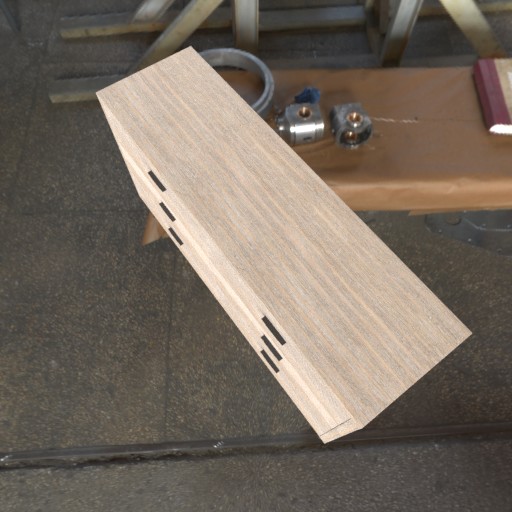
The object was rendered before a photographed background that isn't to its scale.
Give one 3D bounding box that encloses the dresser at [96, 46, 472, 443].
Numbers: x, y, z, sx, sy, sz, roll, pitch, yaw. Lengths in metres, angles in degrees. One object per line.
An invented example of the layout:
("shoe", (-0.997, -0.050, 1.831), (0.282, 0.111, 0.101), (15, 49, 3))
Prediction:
("dresser", (0.000, 0.000, 1.925), (0.457, 0.914, 1.524), (-34, 69, -15))
